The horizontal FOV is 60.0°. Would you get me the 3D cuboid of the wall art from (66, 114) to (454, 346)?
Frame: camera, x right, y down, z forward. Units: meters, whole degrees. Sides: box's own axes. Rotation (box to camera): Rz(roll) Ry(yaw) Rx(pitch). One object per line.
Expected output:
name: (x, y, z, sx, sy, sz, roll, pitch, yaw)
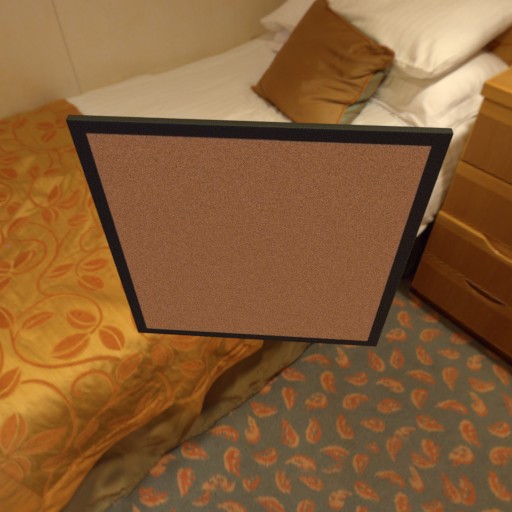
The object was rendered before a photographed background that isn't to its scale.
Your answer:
wall art: (0.000, 0.000, 0.996, 0.663, 0.659, 0.016, 3, 47, 3)
